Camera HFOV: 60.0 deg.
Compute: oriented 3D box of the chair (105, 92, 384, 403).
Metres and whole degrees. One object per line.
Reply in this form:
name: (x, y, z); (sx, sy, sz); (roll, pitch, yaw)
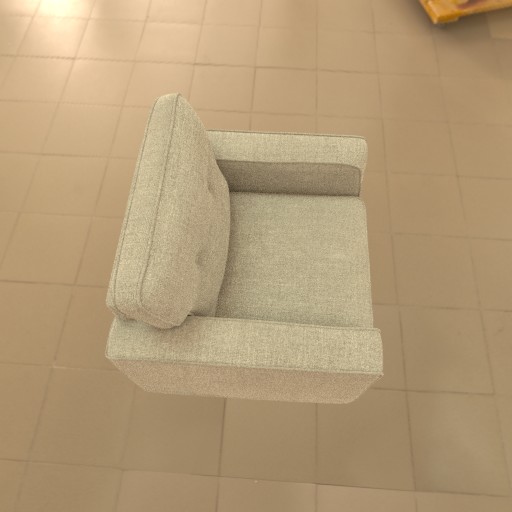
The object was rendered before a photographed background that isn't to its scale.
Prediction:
chair: (0.000, 0.000, 1.795); (0.939, 0.965, 1.015); (3, 63, 1)
